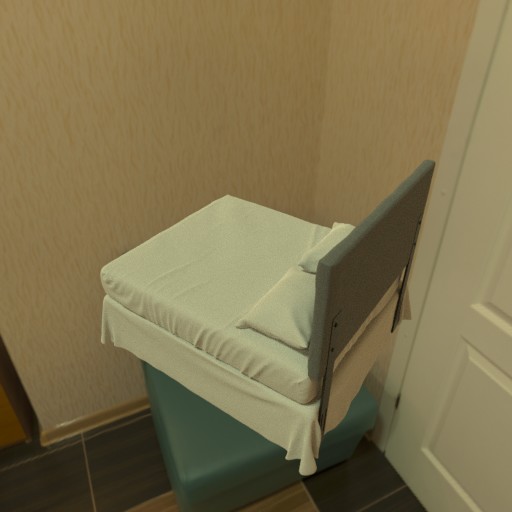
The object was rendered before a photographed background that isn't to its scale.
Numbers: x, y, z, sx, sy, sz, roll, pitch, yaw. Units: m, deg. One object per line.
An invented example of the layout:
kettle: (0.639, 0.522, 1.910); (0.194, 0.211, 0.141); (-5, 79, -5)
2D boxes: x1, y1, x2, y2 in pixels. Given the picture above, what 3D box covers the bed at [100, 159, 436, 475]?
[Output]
bed: (0.000, 0.000, 3.582); (2.222, 1.577, 1.936); (22, 40, 29)
